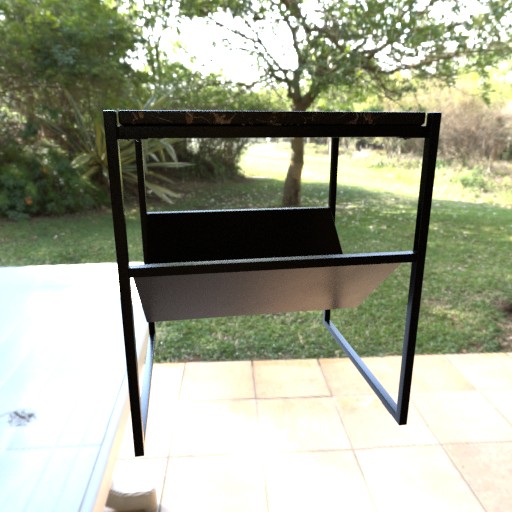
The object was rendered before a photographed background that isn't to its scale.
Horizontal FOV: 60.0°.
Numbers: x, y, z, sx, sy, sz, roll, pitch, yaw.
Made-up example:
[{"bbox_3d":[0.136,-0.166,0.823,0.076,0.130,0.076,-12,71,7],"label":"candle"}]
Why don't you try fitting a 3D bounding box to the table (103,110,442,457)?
[{"bbox_3d":[0.000,0.000,0.878,0.469,0.534,0.432,-3,17,-9],"label":"table"}]
